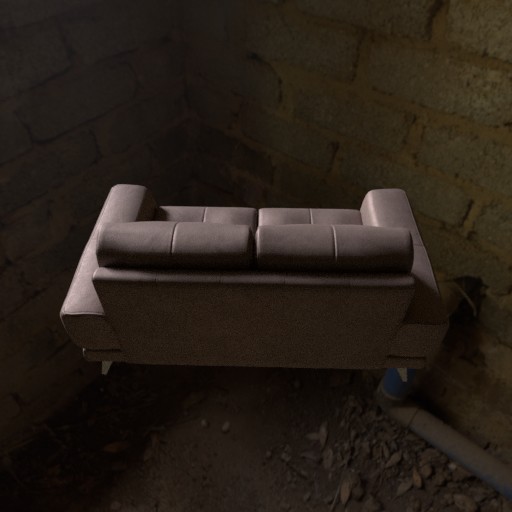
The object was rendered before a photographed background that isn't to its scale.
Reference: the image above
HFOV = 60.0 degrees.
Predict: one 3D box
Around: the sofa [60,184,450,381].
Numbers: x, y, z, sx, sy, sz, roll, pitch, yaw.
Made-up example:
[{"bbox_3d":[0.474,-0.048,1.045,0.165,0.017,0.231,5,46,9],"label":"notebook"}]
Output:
[{"bbox_3d":[0.000,0.000,2.387,1.806,0.907,1.018,1,45,1],"label":"sofa"}]
